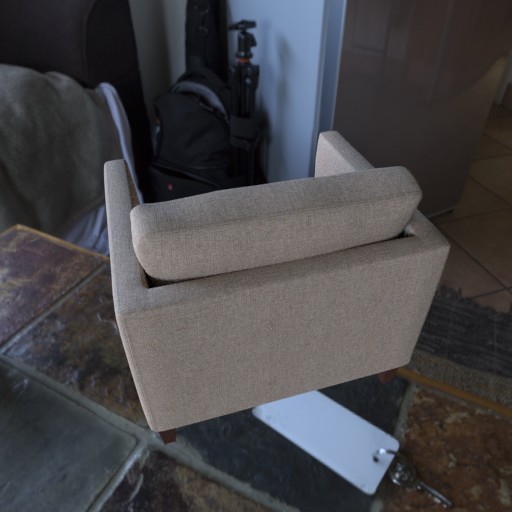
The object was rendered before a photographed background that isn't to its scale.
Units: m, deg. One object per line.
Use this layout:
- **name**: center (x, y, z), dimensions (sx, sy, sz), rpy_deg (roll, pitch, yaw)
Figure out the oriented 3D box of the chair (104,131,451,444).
- **chair**: center (0.000, 0.000, 1.854), dimensions (1.107, 0.987, 0.959), rpy_deg (-11, 42, -13)
